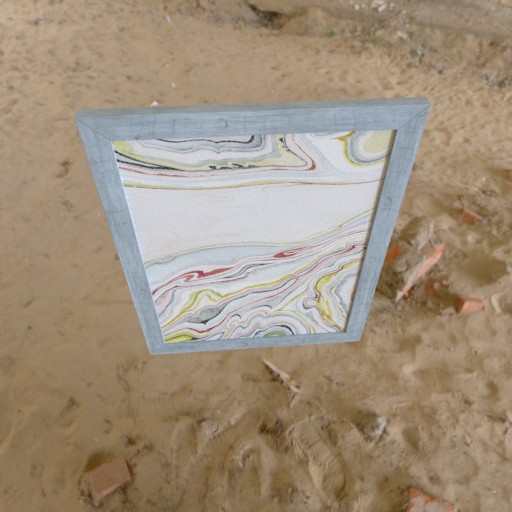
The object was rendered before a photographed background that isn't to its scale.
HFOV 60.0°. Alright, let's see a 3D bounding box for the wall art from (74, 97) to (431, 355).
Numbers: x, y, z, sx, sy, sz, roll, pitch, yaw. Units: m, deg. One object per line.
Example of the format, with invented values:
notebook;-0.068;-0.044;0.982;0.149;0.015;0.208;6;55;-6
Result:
wall art;0.000;0.000;0.810;0.479;0.582;0.022;-3;46;-3
